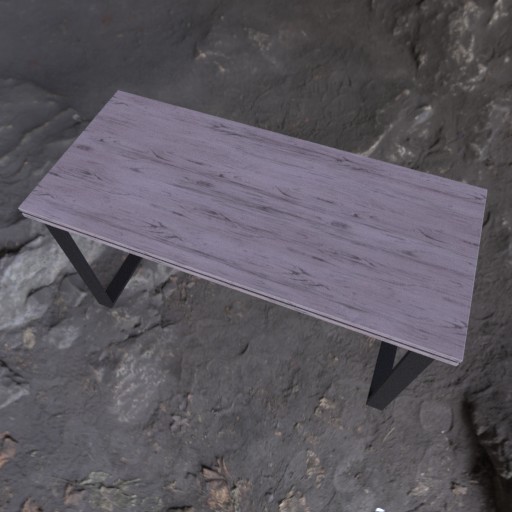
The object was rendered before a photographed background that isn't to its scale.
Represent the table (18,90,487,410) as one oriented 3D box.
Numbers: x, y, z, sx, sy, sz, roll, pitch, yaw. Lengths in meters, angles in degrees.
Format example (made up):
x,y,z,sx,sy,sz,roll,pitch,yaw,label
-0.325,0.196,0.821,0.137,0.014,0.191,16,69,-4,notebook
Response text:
x,y,z,sx,sy,sz,roll,pitch,yaw,label
0.000,0.000,2.217,1.778,0.899,0.795,18,60,11,table
